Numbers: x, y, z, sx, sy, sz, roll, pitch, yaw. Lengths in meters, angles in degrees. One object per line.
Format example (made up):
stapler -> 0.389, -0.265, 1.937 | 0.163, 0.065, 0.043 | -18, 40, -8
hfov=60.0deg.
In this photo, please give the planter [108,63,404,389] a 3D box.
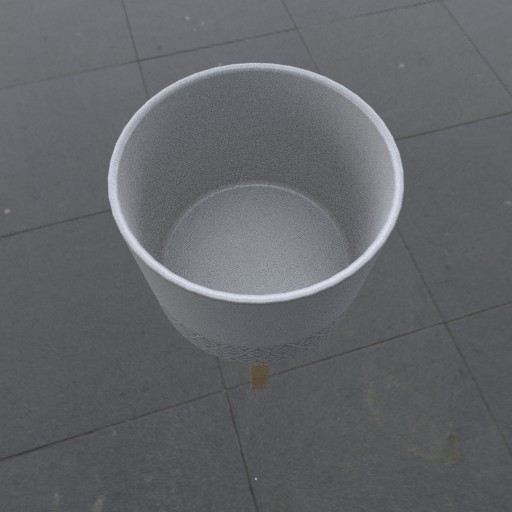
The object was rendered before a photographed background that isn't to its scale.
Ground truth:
planter -> 0.000, 0.000, 0.528 | 0.249, 0.343, 0.249 | 0, 63, 0
